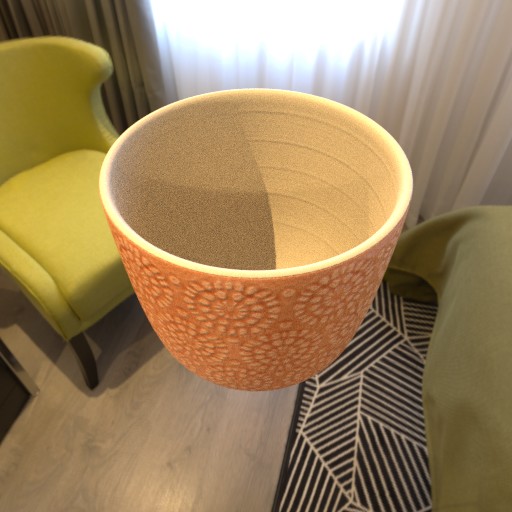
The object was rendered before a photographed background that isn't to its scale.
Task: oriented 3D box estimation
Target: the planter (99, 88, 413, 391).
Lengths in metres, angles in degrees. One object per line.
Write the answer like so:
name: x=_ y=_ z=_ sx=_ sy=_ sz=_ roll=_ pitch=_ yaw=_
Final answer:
planter: x=0.000 y=0.000 z=0.369 sx=0.208 sy=0.190 sz=0.208 roll=0 pitch=47 yaw=0
